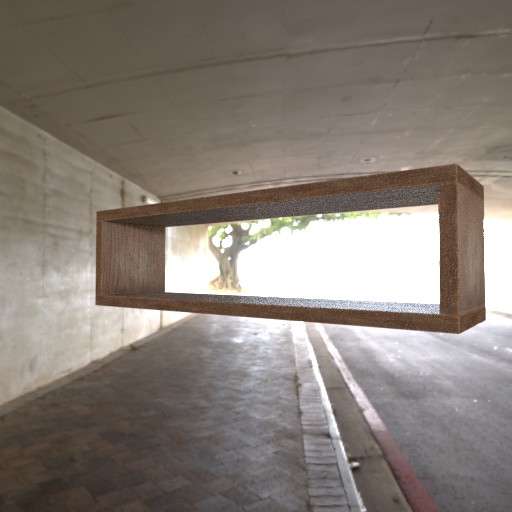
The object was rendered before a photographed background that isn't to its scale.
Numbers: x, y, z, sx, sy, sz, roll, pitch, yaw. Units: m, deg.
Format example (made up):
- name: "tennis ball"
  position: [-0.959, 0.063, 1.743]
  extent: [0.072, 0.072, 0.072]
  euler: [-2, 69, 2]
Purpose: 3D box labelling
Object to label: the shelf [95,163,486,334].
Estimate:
- name: "shelf"
  position: [0.000, 0.000, 0.682]
  extent: [0.610, 0.170, 0.150]
  euler: [-1, -2, 36]
